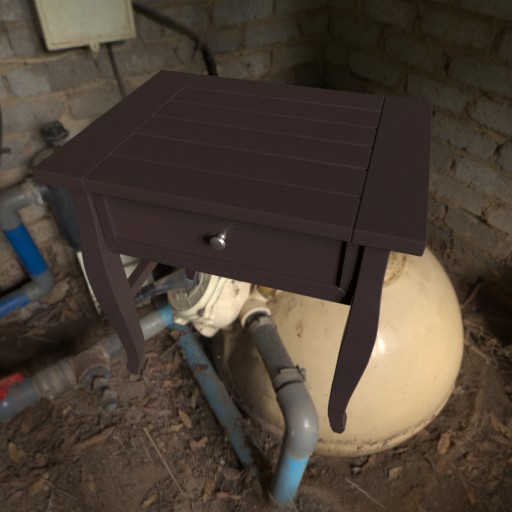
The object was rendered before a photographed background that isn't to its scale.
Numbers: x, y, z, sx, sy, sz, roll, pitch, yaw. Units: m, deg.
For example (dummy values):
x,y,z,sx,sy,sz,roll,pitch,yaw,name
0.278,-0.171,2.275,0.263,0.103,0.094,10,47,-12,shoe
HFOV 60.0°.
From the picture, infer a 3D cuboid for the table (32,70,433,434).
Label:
x,y,z,sx,sy,sz,roll,pitch,yaw,name
0.000,0.000,0.998,0.602,0.605,0.460,12,44,13,table
